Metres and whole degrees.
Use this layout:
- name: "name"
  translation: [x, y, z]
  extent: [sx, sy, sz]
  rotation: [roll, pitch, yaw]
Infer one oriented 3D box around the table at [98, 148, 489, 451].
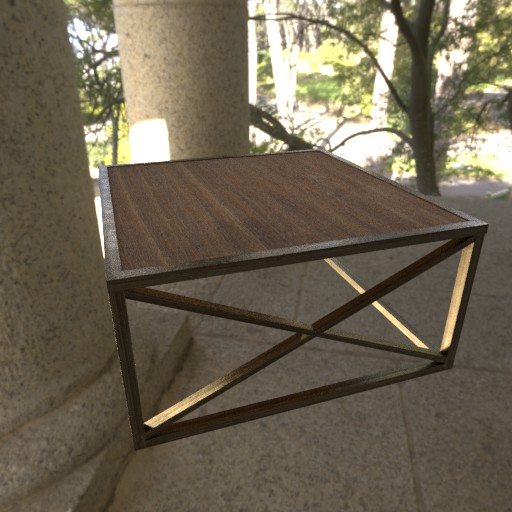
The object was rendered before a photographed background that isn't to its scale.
- name: "table"
  translation: [0.000, 0.000, 1.442]
  extent: [0.899, 0.451, 0.909]
  rotation: [-8, 27, -17]
